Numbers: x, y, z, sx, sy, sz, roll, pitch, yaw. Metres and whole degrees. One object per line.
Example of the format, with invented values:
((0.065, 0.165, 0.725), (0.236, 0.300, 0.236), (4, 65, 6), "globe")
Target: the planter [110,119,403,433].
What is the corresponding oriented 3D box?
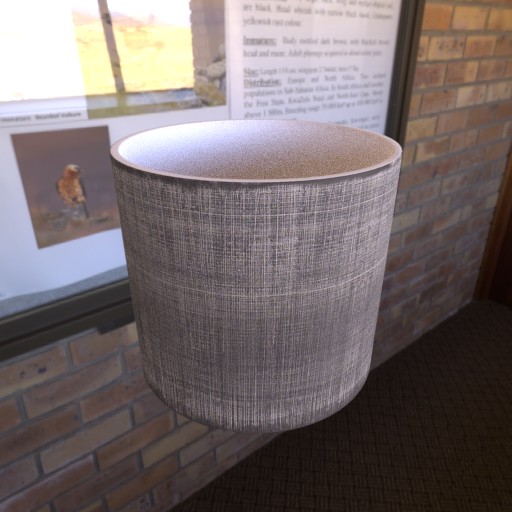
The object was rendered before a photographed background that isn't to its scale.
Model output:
((0.000, 0.000, 0.393), (0.221, 0.201, 0.221), (0, 26, 0), "planter")
